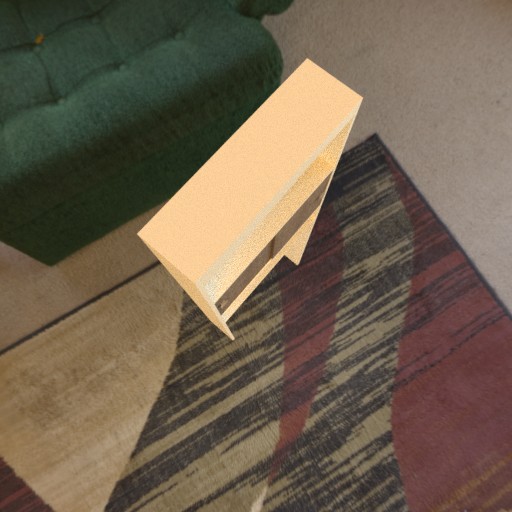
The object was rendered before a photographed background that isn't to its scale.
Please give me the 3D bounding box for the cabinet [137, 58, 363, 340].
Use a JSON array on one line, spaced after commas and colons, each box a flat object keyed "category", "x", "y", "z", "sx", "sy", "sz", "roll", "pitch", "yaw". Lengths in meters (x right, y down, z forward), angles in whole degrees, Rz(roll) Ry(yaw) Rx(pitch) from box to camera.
[{"category": "cabinet", "x": 0.000, "y": 0.000, "z": 1.951, "sx": 0.192, "sy": 1.770, "sz": 0.643, "roll": 40, "pitch": 79, "yaw": 10}]
